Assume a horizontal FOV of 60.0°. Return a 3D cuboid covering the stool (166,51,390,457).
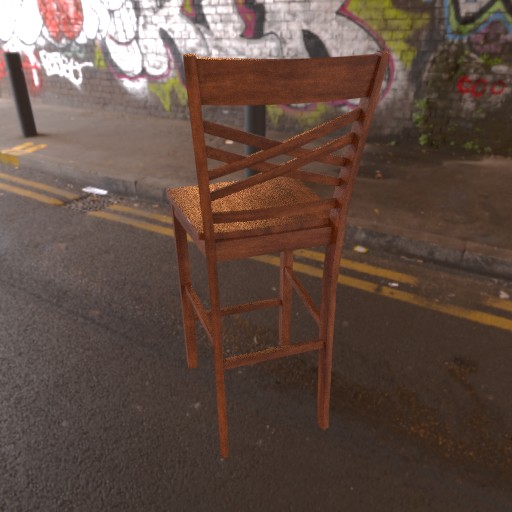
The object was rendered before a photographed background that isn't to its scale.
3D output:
[{"bbox_3d":[0.000,0.000,1.303,0.433,1.105,0.487,-9,28,-17],"label":"stool"}]
